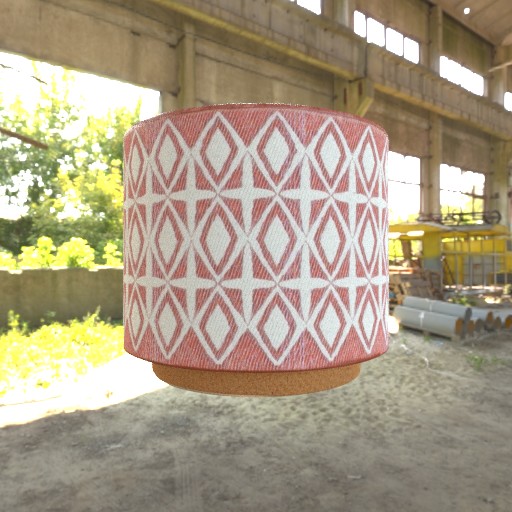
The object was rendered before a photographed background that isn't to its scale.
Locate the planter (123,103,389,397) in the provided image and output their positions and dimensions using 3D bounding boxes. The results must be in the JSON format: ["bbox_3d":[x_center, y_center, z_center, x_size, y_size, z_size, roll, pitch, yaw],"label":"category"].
[{"bbox_3d":[0.000,0.000,0.476,0.273,0.237,0.273,0,0,0],"label":"planter"}]
